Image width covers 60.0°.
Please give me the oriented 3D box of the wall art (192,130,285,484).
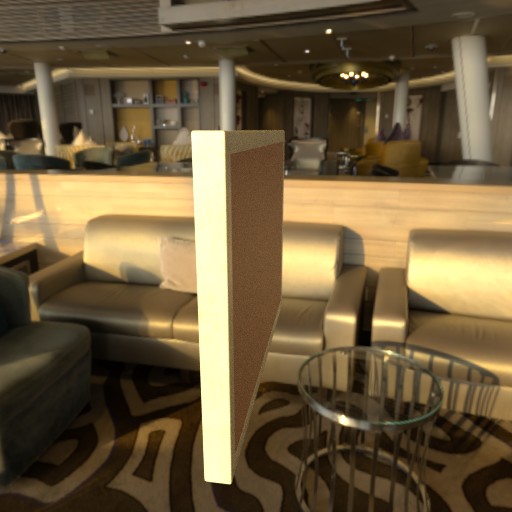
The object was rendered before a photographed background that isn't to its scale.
[{"bbox_3d":[0.000,0.000,0.699,0.032,0.381,0.533,3,16,9],"label":"wall art"}]
